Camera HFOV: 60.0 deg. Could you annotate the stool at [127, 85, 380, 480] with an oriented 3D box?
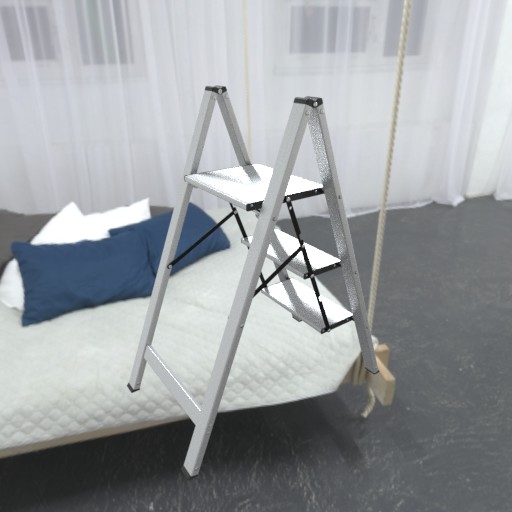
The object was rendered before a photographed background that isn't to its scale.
[{"bbox_3d":[0.000,0.000,1.290,0.730,0.902,0.441,-17,30,-32],"label":"stool"}]
